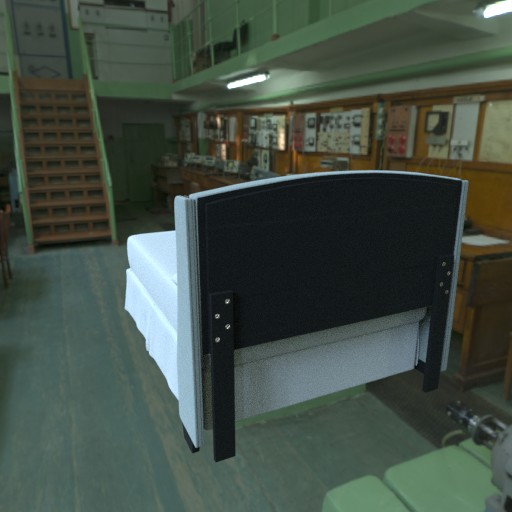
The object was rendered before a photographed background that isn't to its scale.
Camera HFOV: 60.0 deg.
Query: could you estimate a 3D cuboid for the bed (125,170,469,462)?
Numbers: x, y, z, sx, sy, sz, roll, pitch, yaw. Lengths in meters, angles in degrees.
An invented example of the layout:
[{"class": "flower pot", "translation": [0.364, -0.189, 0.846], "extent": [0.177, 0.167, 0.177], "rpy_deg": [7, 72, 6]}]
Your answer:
[{"class": "bed", "translation": [0.000, 0.000, 3.324], "extent": [1.710, 1.407, 2.237], "rpy_deg": [-7, 17, -25]}]
